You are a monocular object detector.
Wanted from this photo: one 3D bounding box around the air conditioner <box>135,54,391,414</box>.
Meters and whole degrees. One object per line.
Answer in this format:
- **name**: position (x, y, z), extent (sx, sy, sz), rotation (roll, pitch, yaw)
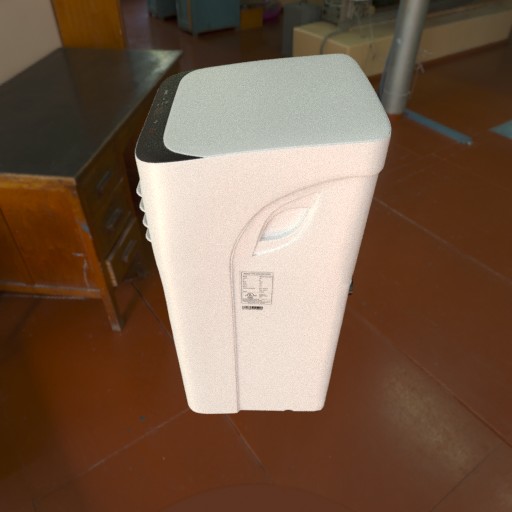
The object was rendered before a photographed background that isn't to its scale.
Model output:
- **air conditioner**: position (0.000, 0.000, 0.919), extent (0.369, 0.716, 0.352), rotation (-1, 41, -1)
